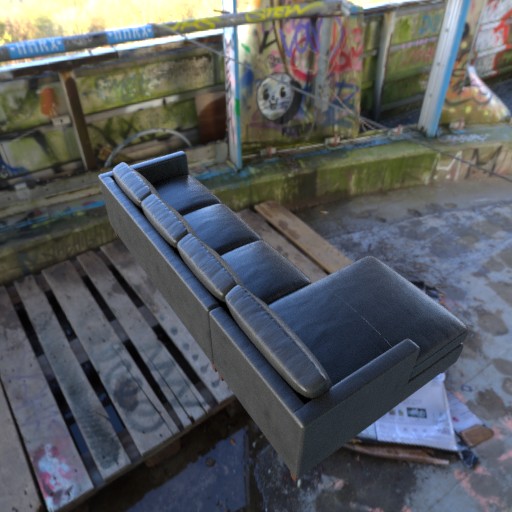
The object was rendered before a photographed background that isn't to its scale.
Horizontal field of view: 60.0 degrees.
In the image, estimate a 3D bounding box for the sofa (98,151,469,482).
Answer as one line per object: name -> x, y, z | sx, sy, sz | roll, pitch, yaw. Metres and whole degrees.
sofa -> 0.000, 0.000, 3.860 | 1.581, 0.883, 3.203 | -24, 45, -26
